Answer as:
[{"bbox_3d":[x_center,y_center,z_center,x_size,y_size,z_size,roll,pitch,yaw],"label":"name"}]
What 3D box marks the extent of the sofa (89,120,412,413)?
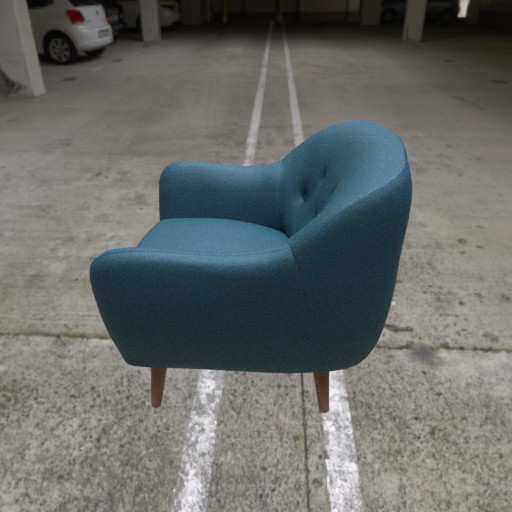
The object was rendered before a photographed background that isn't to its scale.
[{"bbox_3d":[0.000,0.000,1.480,0.825,0.817,0.836,1,28,2],"label":"sofa"}]
